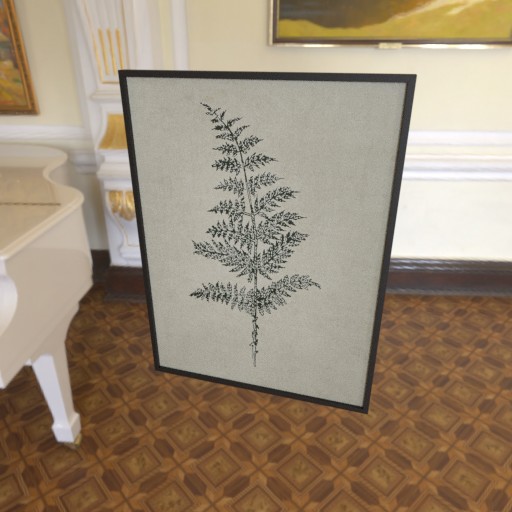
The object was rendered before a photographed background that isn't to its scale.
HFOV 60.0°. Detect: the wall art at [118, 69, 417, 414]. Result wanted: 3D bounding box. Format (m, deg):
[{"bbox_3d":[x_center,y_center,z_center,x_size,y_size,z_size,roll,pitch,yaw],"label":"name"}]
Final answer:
[{"bbox_3d":[0.000,0.000,1.393,0.802,1.070,0.036,7,26,15],"label":"wall art"}]
